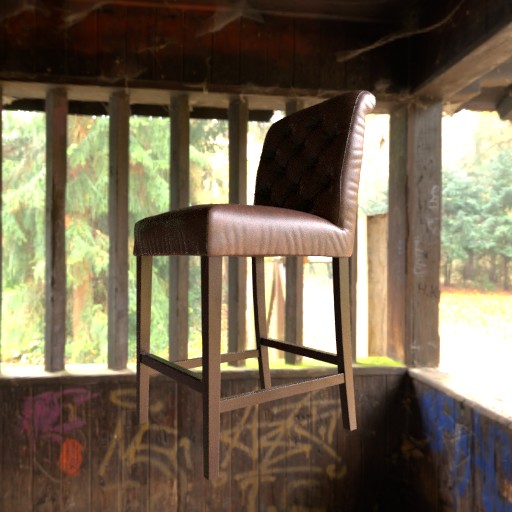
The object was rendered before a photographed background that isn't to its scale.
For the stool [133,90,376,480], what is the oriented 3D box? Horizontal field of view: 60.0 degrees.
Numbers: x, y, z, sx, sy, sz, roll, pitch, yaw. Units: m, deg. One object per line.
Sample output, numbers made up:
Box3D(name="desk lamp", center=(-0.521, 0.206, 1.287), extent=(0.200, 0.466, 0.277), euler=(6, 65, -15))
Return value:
Box3D(name="stool", center=(0.000, 0.000, 1.440), extent=(0.660, 1.084, 0.486), euler=(0, 0, -36))
